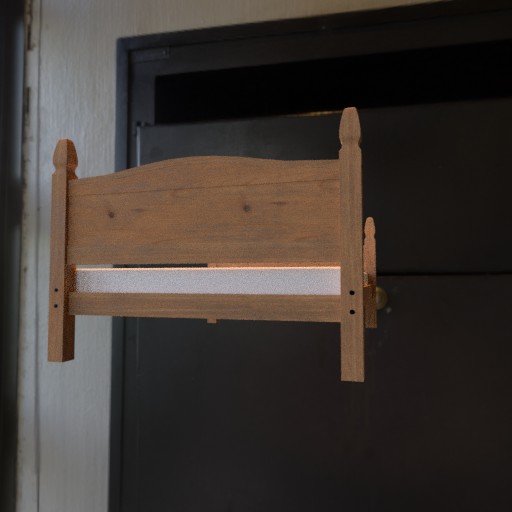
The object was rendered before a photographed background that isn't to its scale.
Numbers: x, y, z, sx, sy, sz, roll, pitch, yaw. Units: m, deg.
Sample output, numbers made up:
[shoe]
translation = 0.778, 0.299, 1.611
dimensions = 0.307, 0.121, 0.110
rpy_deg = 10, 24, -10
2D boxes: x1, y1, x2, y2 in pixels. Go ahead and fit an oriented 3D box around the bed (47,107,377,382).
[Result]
[bed]
translation = 0.000, 0.000, 2.941
dimensions = 1.490, 1.100, 2.069
rpy_deg = -1, -3, 17
